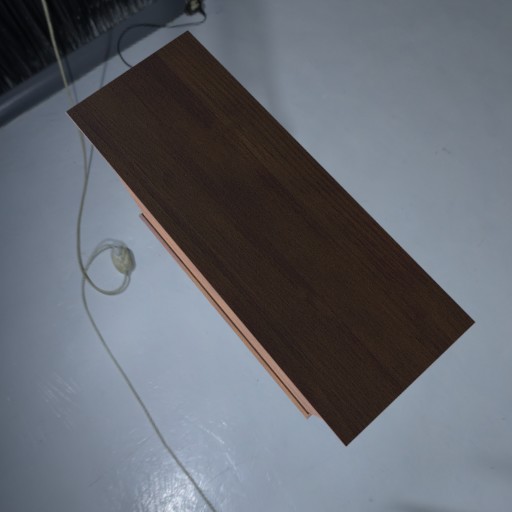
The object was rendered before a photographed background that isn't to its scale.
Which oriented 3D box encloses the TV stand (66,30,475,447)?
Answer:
[{"bbox_3d":[0.000,0.000,1.475,0.406,0.813,1.067,-39,77,-10],"label":"TV stand"}]
